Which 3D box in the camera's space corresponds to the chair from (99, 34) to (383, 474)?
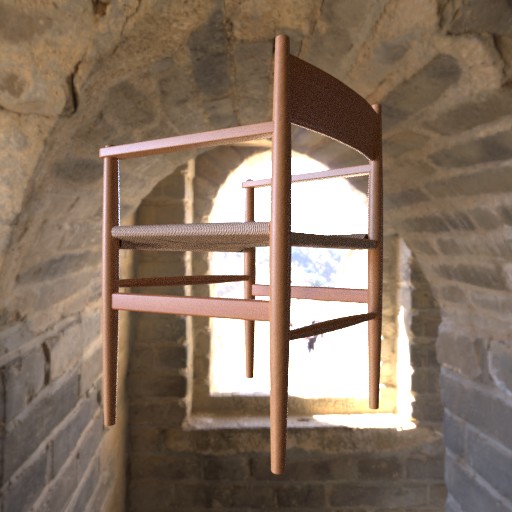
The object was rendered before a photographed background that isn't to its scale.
[{"bbox_3d":[0.000,0.000,1.077,0.495,0.762,0.556,-1,-1,37],"label":"chair"}]
